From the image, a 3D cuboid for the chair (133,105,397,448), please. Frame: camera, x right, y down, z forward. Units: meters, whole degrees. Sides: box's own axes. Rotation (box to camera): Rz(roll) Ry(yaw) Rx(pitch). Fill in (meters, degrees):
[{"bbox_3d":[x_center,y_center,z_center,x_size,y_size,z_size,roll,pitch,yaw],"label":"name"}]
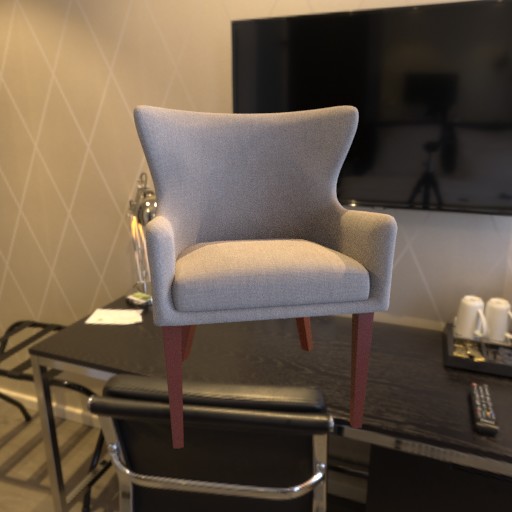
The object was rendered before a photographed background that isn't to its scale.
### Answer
[{"bbox_3d":[0.000,0.000,1.447,0.732,0.948,0.677,-3,16,-9],"label":"chair"}]
